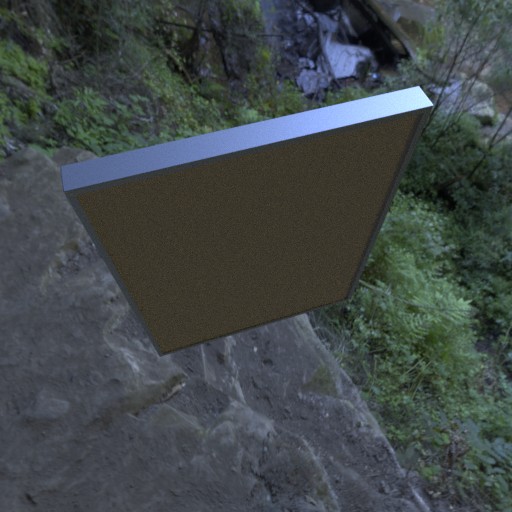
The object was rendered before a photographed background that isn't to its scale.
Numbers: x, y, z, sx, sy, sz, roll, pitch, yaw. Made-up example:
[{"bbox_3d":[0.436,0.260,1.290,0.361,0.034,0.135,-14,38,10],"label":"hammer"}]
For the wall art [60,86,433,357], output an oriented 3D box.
[{"bbox_3d":[0.000,0.000,0.755,0.445,0.553,0.039,-15,60,-9],"label":"wall art"}]
